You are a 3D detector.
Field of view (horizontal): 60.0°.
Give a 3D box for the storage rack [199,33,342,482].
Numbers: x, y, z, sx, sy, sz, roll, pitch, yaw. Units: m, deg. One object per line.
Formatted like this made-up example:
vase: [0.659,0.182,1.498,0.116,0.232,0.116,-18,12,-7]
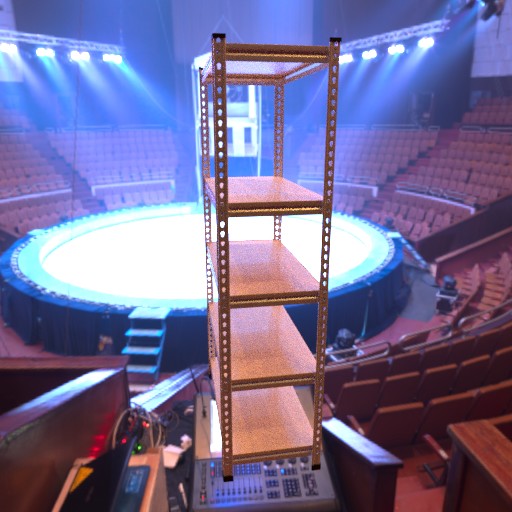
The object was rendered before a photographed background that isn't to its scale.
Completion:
storage rack: [0.000,0.000,2.199,0.457,1.829,0.914,-3,16,-10]
